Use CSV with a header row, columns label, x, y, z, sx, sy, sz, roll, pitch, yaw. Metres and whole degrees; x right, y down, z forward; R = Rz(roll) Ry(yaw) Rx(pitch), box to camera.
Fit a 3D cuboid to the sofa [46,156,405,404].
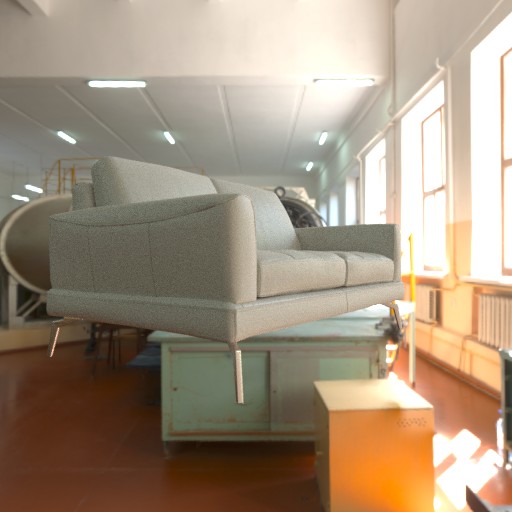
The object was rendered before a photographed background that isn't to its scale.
label,x,y,z,sx,sy,sz,roll,pitch,yaw
sofa,0.000,0.000,2.413,1.121,0.930,1.819,0,0,35
